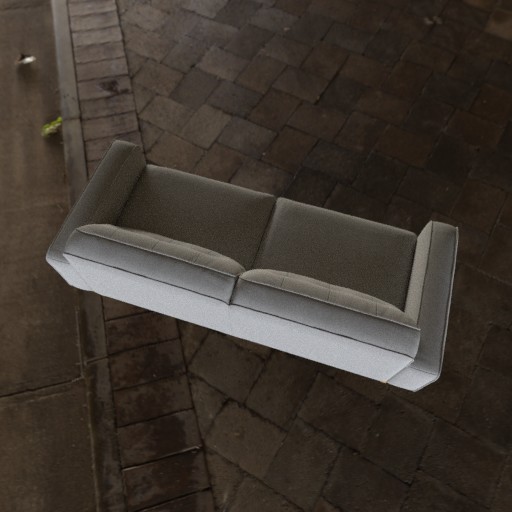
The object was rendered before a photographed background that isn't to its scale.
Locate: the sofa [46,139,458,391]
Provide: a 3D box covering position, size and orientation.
[{"bbox_3d":[0.000,0.000,2.726,2.270,0.781,0.956,16,64,8],"label":"sofa"}]
